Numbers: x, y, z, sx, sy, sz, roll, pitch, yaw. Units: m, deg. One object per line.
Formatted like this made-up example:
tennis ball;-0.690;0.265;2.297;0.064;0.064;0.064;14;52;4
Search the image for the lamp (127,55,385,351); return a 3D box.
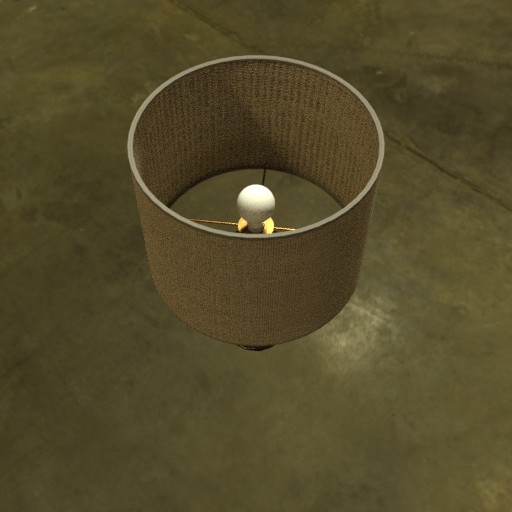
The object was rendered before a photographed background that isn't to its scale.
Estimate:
lamp;0.000;0.000;0.817;0.376;0.594;0.376;0;58;0
